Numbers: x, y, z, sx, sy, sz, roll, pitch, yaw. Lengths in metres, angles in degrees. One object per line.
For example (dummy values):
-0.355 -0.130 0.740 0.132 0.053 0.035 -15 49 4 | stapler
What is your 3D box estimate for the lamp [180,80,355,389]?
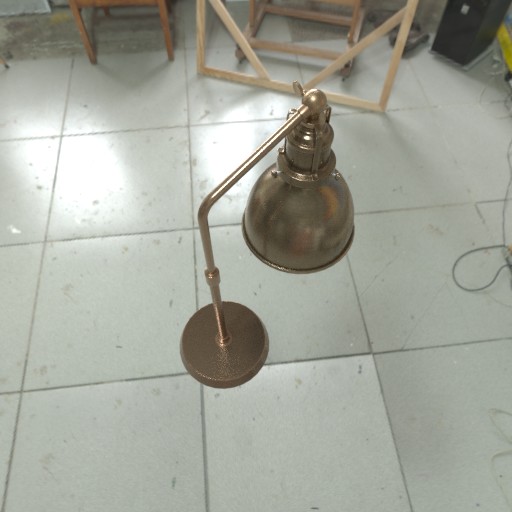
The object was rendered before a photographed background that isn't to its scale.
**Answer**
0.000 0.000 0.582 0.286 0.456 0.153 -32 64 -17 | lamp
